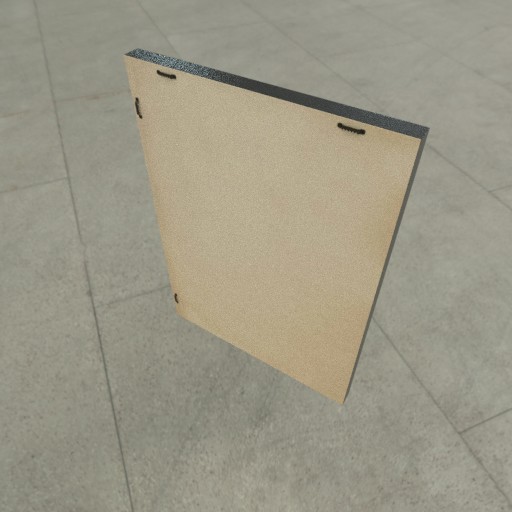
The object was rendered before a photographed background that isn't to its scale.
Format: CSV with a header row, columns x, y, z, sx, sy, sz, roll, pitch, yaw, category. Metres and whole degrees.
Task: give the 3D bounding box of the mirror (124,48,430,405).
x,y,z,sx,sy,sz,roll,pitch,yaw,category
0.000,0.000,0.908,0.507,0.710,0.040,24,50,22,mirror
